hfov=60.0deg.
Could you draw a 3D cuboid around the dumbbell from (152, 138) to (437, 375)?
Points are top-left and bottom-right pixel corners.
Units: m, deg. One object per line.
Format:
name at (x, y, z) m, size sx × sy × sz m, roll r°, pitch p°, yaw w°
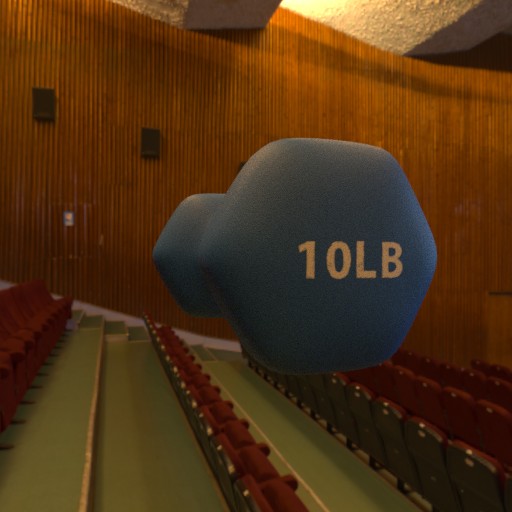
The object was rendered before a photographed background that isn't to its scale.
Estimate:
dumbbell at (0.000, 0.000, 0.261) m, size 0.103 × 0.093 × 0.212 m, roll 0°, pitch 0°, yaw -19°
